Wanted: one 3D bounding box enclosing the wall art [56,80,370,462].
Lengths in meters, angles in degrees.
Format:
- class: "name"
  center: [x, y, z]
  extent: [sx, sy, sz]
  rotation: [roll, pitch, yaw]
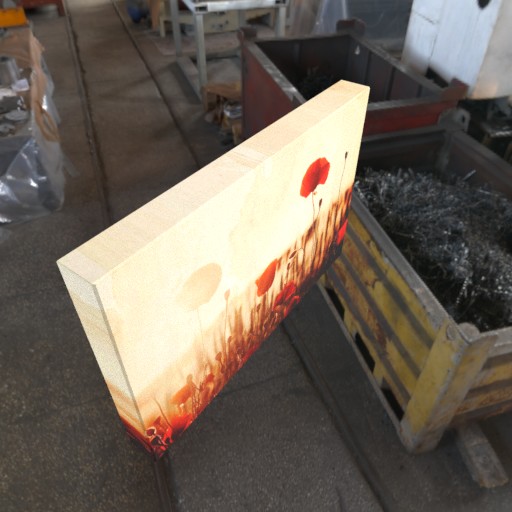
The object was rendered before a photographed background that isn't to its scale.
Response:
- class: "wall art"
  center: [0.000, 0.000, 0.474]
  extent: [0.037, 0.251, 0.383]
  rotation: [26, 48, 26]
